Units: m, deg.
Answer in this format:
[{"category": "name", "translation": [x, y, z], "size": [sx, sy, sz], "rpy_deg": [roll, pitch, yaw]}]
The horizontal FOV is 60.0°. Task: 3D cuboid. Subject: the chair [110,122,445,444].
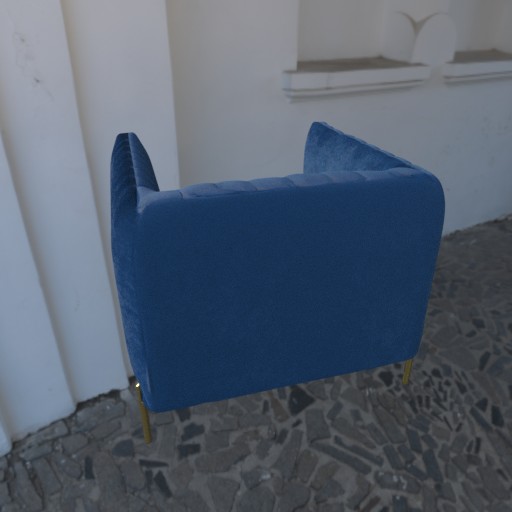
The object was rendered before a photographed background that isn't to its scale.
[{"category": "chair", "translation": [0.000, 0.000, 1.607], "size": [0.947, 0.793, 0.877], "rpy_deg": [-8, 28, -14]}]
